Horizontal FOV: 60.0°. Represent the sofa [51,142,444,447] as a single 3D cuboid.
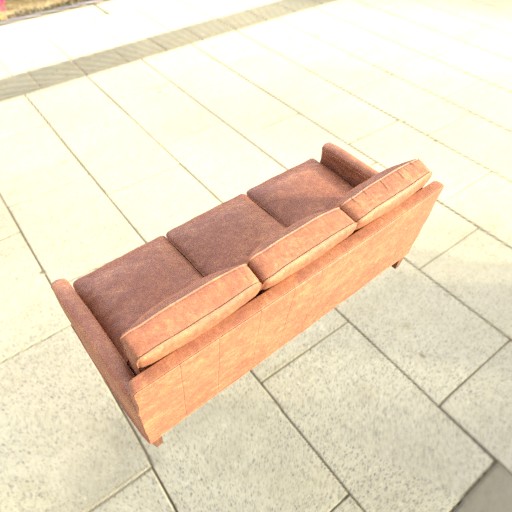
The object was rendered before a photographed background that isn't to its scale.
[{"bbox_3d":[0.000,0.000,2.813,2.246,1.003,1.084,-31,55,-25],"label":"sofa"}]
